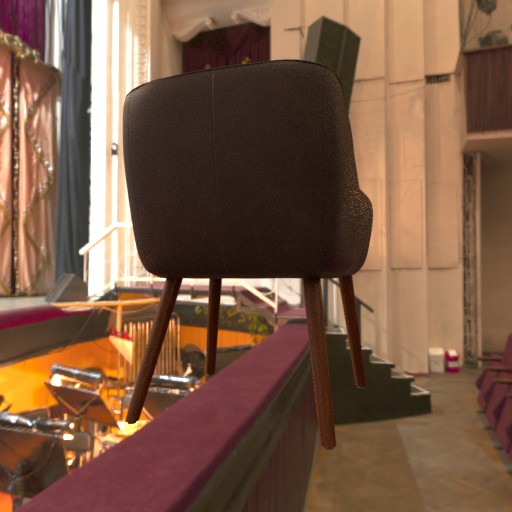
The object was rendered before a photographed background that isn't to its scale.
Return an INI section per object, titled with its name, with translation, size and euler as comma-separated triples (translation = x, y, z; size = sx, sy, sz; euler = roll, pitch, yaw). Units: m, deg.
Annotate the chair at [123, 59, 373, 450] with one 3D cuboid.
[chair]
translation = 0.000, 0.000, 1.250
size = 0.610, 0.828, 0.610
euler = -1, -2, 18
